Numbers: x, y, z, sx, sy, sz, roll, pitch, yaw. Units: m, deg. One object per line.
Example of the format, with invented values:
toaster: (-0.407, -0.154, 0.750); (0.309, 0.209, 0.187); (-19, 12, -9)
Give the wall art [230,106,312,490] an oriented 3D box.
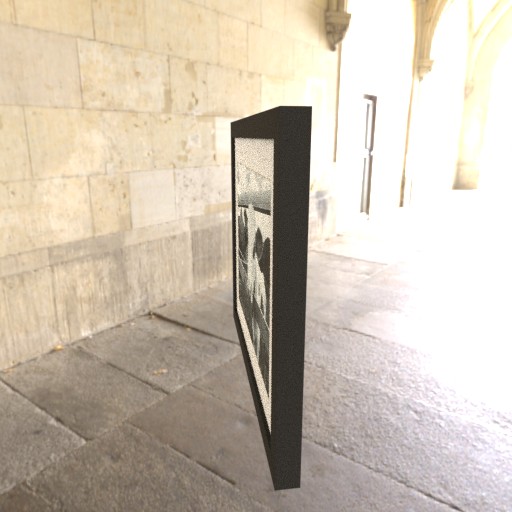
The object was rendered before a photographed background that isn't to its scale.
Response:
wall art: (0.000, 0.000, 0.551); (0.024, 0.329, 0.404); (-2, 15, -8)
